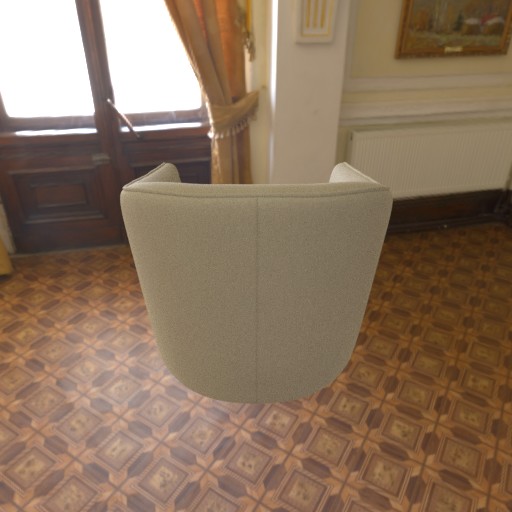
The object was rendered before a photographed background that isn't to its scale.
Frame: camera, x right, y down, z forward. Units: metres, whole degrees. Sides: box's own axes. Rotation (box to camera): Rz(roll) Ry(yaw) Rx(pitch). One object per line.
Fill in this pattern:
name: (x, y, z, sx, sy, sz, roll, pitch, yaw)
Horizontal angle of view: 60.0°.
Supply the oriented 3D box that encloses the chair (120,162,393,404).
chair: (0.000, 0.000, 1.450, 0.747, 0.799, 0.875, 0, 30, 0)
